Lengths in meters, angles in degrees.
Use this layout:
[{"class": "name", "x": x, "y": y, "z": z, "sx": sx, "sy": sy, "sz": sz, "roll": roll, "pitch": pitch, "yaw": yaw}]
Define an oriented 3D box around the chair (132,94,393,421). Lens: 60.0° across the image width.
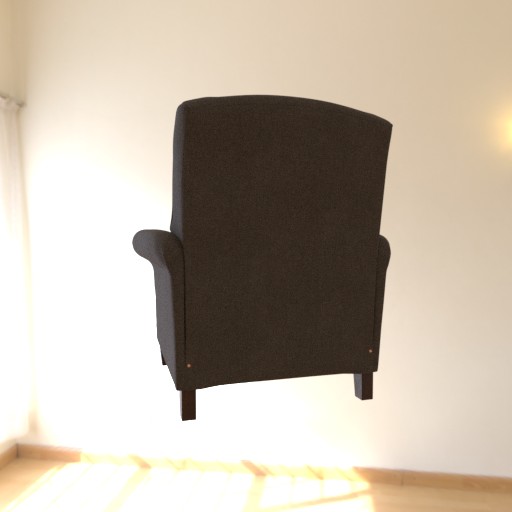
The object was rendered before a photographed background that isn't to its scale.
[{"class": "chair", "x": 0.000, "y": 0.000, "z": 1.856, "sx": 0.978, "sy": 1.061, "sz": 0.905, "roll": 0, "pitch": 2, "yaw": -17}]
